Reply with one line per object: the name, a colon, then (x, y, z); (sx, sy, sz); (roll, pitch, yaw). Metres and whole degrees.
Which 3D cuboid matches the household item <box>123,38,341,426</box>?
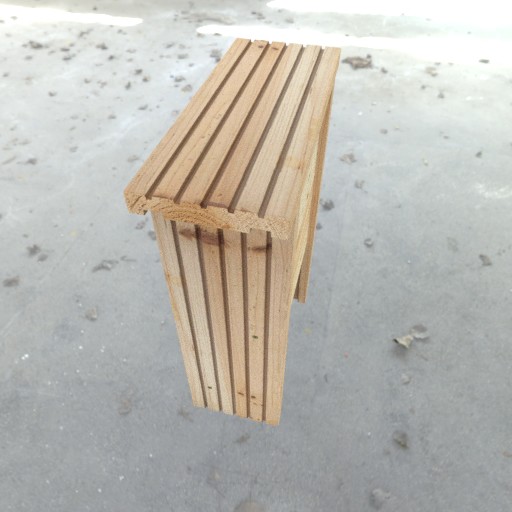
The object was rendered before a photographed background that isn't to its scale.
household item: (0.000, 0.000, 0.556); (0.123, 0.407, 0.301); (10, 47, 10)
